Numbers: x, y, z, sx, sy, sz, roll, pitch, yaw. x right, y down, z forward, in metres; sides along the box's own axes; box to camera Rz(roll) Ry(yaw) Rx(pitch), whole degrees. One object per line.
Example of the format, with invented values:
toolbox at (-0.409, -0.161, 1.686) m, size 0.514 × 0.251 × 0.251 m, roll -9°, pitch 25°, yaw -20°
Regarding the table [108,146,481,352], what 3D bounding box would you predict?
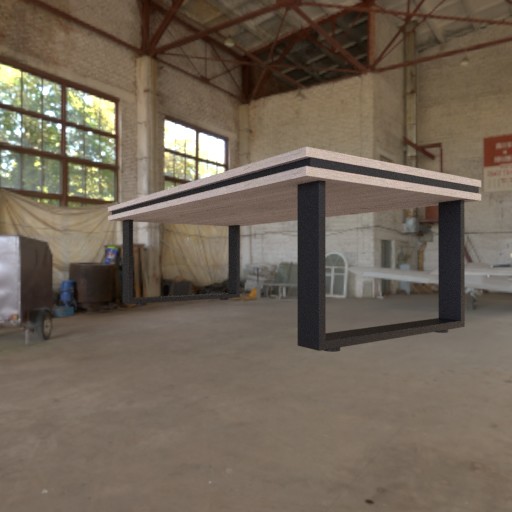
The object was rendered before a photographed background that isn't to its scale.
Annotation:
table at (0.000, 0.000, 1.677) m, size 0.700 × 0.450 × 1.350 m, roll 0°, pitch 0°, yaw -35°
